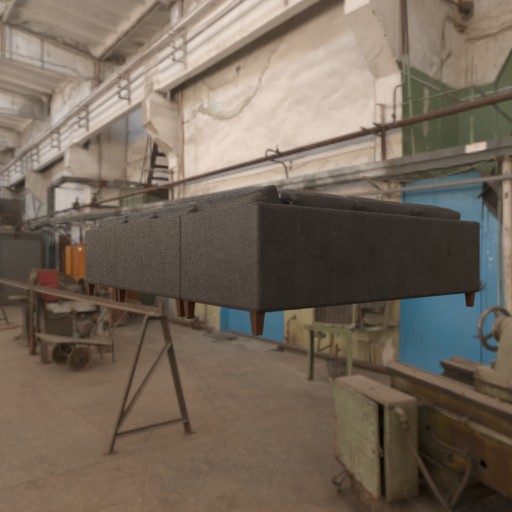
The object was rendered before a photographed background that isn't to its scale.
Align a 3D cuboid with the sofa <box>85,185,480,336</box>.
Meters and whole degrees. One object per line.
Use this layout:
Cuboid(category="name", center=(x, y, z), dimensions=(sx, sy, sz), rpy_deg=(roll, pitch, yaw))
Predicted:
Cuboid(category="sofa", center=(0.000, 0.000, 4.496), dimensions=(2.452, 0.891, 3.324), rpy_deg=(0, 0, -36))
